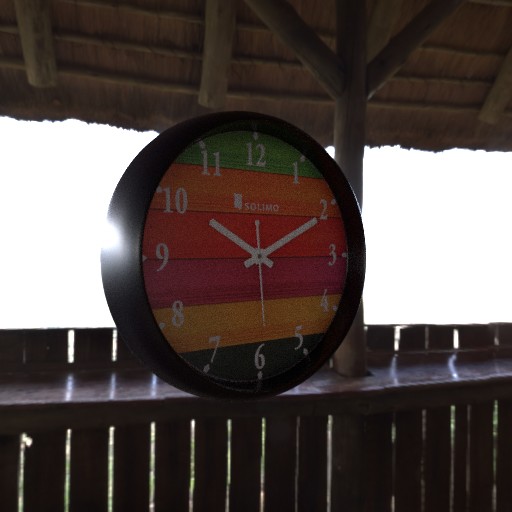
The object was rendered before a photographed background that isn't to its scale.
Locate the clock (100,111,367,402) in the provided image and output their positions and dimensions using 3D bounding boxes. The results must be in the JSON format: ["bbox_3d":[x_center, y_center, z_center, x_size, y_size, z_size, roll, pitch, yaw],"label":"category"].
[{"bbox_3d":[0.000,0.000,0.455,0.300,0.300,0.060,0,-1,-34],"label":"clock"}]
